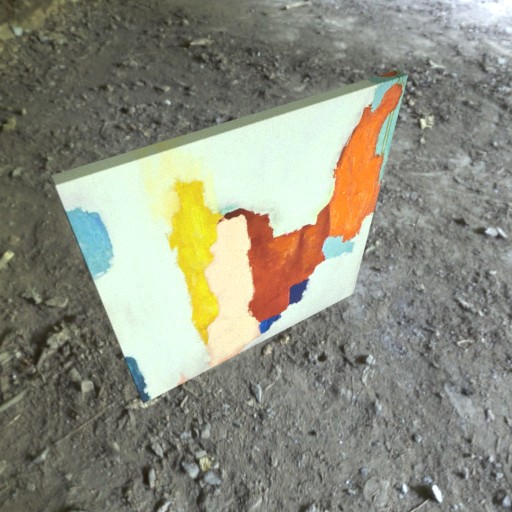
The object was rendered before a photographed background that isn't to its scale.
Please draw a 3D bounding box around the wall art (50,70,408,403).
[{"bbox_3d":[0.000,0.000,1.493,1.017,1.017,0.044,-24,51,-21],"label":"wall art"}]
